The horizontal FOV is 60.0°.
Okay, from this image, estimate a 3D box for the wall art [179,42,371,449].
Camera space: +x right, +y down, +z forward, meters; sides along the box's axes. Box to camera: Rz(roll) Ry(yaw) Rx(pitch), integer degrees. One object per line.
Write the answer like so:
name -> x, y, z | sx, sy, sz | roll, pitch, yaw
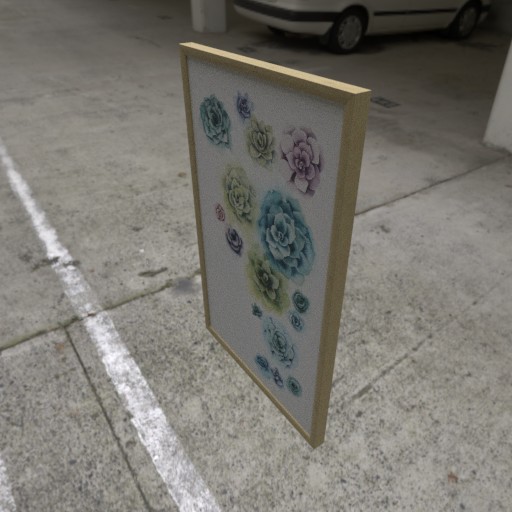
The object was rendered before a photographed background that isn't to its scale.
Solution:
wall art -> 0.000, 0.000, 0.993 | 0.039, 0.810, 0.510 | -21, 39, -29
